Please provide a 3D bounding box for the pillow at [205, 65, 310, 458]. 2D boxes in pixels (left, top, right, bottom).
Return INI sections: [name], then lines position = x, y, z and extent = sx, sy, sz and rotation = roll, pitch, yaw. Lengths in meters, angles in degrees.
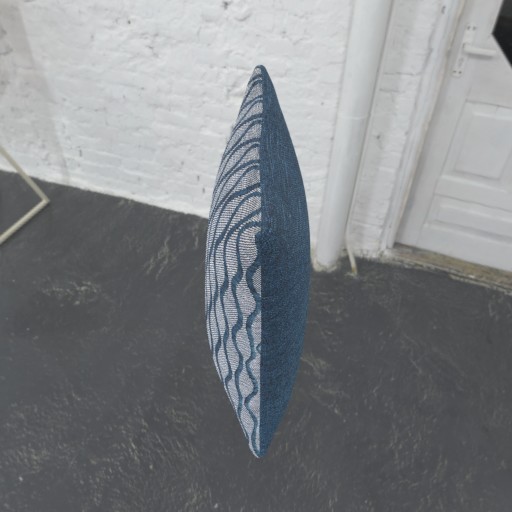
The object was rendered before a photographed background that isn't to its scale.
[pillow]
position = 0.000, 0.000, 0.682
extent = 0.159, 0.435, 0.435
rotation = -1, 43, -1
